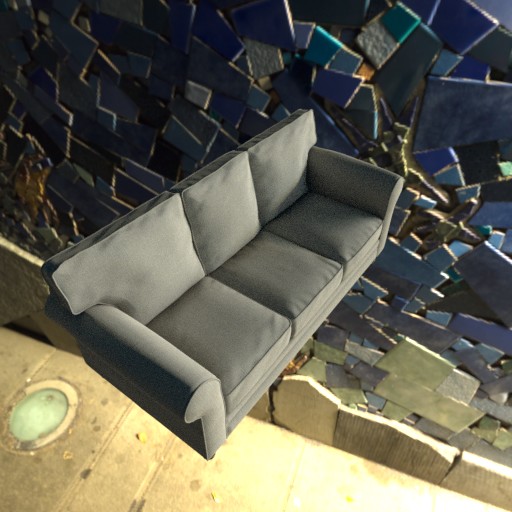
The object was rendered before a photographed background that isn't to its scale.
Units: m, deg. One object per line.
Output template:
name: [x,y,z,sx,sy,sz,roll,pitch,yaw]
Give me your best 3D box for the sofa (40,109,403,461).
sofa: [0.000,0.000,2.552,0.916,0.961,2.084,26,47,27]
